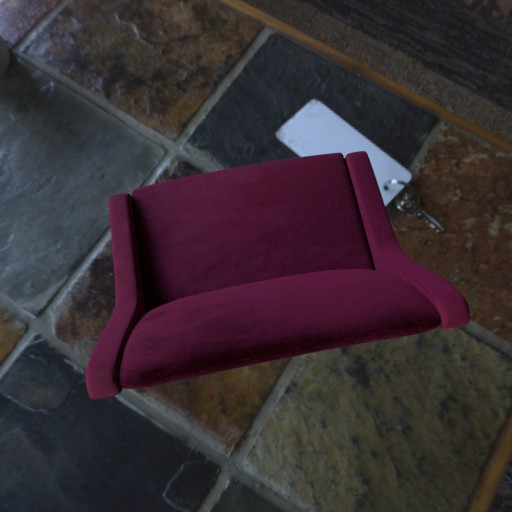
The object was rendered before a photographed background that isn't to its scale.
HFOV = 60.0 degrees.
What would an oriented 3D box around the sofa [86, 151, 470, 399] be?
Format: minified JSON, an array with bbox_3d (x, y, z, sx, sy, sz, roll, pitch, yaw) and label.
[{"bbox_3d":[0.000,0.000,1.954,1.242,0.976,0.946,-11,75,-3],"label":"sofa"}]
